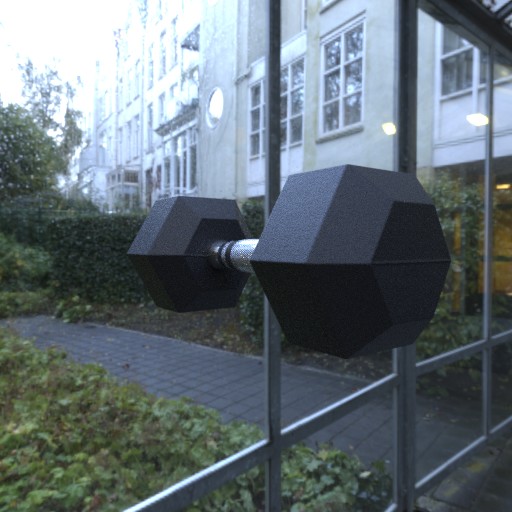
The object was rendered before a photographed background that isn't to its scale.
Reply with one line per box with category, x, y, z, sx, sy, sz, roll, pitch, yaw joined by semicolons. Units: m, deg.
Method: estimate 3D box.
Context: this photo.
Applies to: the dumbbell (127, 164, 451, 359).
dumbbell;0.000;0.000;0.415;0.142;0.123;0.337;-1;2;-37
